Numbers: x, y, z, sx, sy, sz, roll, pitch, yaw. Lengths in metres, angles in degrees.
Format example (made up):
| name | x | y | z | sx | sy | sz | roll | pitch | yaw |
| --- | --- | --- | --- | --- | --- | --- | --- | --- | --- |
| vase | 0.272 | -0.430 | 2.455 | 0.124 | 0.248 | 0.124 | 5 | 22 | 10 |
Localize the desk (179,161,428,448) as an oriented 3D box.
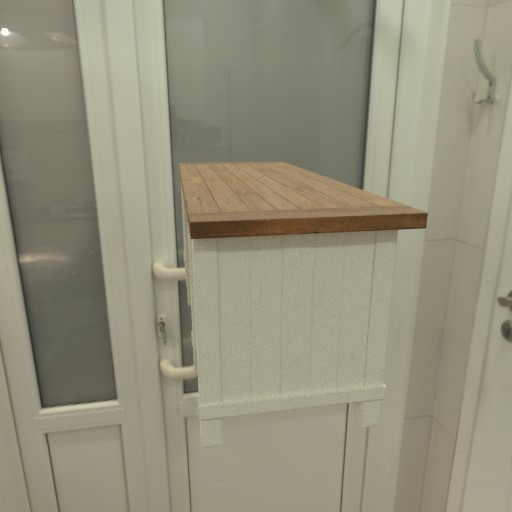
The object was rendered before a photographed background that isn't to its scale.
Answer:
| name | x | y | z | sx | sy | sz | roll | pitch | yaw |
| --- | --- | --- | --- | --- | --- | --- | --- | --- | --- |
| desk | 0.000 | 0.000 | 2.194 | 0.688 | 0.760 | 1.803 | -3 | 17 | -10 |
